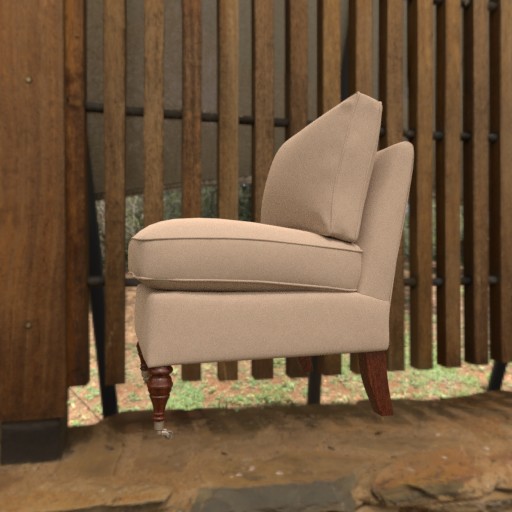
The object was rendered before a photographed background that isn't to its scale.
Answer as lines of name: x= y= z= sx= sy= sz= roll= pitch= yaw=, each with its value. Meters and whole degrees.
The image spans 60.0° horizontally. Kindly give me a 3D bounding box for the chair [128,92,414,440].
chair: x=0.000 y=0.000 z=1.666 sx=0.912 sy=1.052 sz=0.724 roll=0 pitch=-1 yaw=-18
